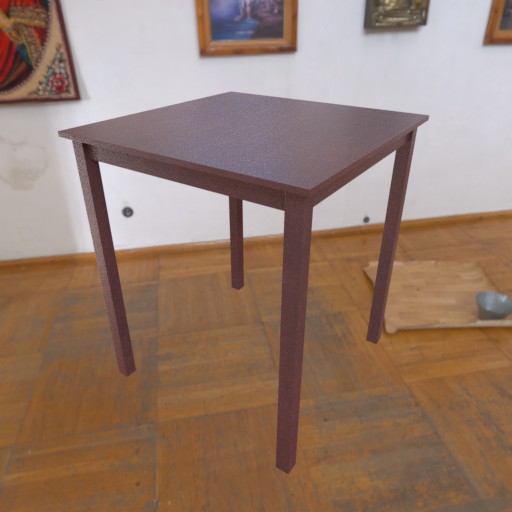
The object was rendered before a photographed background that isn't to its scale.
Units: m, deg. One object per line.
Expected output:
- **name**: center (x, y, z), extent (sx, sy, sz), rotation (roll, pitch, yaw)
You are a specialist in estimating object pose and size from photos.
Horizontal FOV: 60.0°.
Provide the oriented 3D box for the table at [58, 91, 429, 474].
- **table**: center (0.000, 0.000, 1.677), extent (0.861, 0.991, 0.861), rotation (19, 34, 30)
